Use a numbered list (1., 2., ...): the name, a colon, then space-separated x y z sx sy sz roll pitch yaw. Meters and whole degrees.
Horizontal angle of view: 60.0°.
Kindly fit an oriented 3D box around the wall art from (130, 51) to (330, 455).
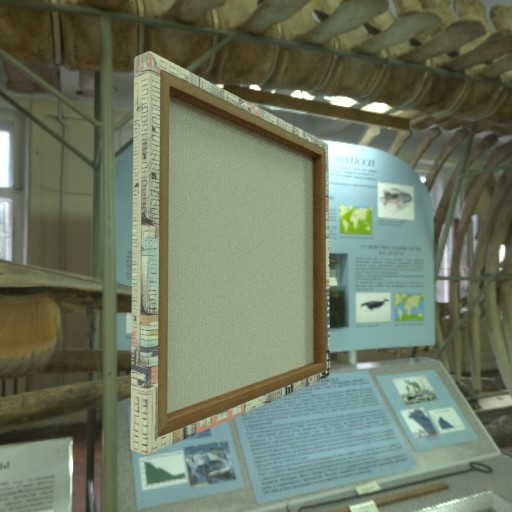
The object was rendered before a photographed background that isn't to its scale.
1. wall art: 0.000 0.000 1.151 0.048 0.762 0.761 -1 -2 36
